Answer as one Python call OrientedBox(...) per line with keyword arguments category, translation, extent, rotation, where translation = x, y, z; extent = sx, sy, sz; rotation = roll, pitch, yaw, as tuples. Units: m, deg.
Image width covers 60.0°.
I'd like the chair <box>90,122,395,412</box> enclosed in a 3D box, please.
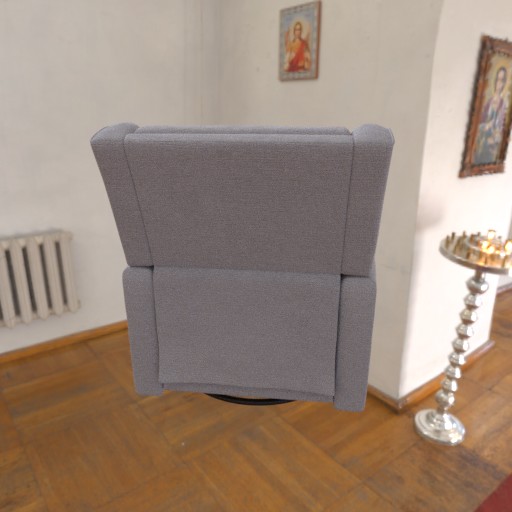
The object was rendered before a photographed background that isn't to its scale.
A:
OrientedBox(category="chair", translation=(0.000, 0.000, 1.649), extent=(0.906, 0.966, 0.854), rotation=(2, 19, 7))
